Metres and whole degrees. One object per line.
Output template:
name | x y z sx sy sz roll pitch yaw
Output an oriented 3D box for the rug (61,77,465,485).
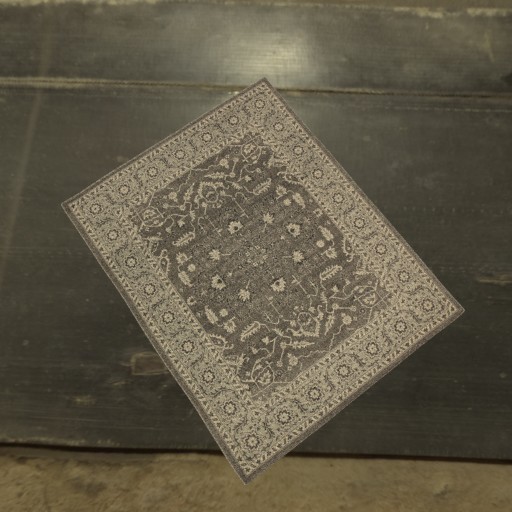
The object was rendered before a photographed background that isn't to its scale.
rug | 0.000 0.000 4.142 2.451 0.026 3.069 -35 78 -9
